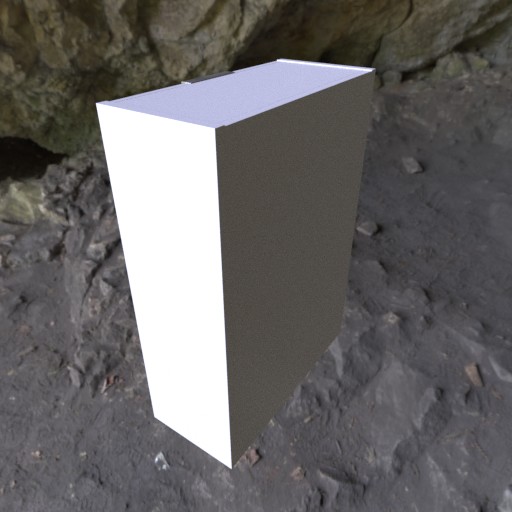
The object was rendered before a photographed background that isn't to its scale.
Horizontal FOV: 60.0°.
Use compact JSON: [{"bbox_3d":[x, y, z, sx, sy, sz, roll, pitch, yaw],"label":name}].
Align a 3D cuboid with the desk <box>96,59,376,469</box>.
[{"bbox_3d":[0.000,0.000,1.607,0.390,1.190,0.850,20,37,29],"label":"desk"}]
